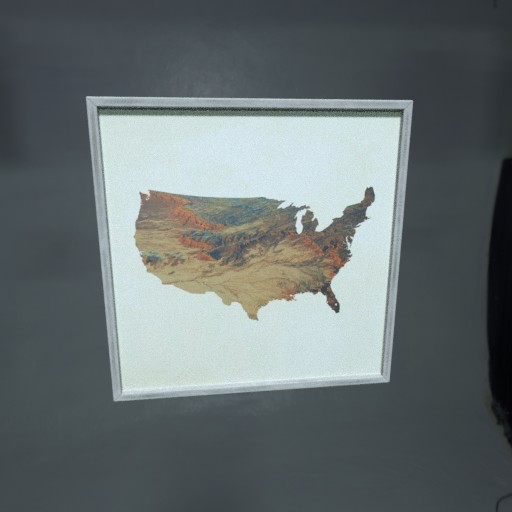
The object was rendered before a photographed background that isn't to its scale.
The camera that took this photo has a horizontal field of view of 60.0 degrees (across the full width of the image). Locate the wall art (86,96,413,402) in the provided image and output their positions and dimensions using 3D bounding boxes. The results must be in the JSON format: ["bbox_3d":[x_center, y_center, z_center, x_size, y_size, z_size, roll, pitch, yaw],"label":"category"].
[{"bbox_3d":[0.000,0.000,0.452,0.303,0.303,0.015,-2,15,-7],"label":"wall art"}]
